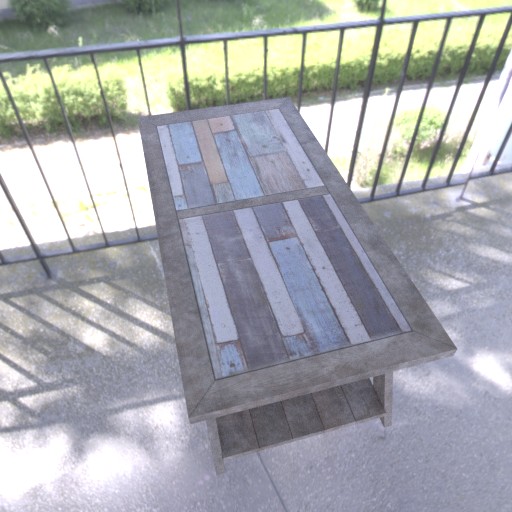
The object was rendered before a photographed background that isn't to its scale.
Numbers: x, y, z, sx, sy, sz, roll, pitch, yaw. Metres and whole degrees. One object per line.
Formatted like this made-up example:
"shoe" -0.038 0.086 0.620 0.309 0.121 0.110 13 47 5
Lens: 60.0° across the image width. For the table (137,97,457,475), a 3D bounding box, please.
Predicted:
"table" 0.000 0.000 1.516 0.610 0.470 1.219 -11 48 -10
